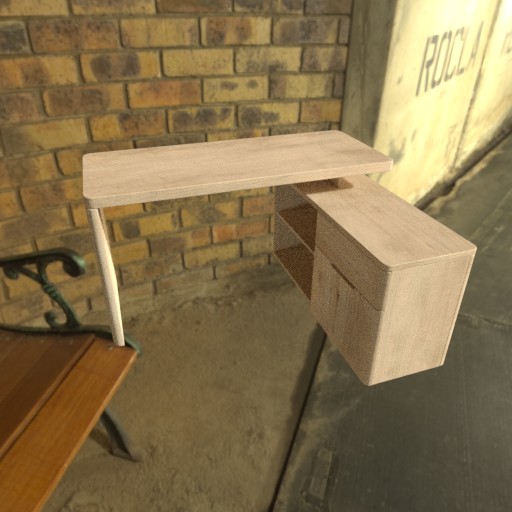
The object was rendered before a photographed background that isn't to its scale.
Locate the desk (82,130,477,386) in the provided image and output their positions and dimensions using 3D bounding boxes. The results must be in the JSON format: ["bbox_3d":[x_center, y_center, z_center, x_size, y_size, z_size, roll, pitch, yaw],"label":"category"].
[{"bbox_3d":[0.000,0.000,2.081,1.400,0.770,1.175,-10,32,-16],"label":"desk"}]
